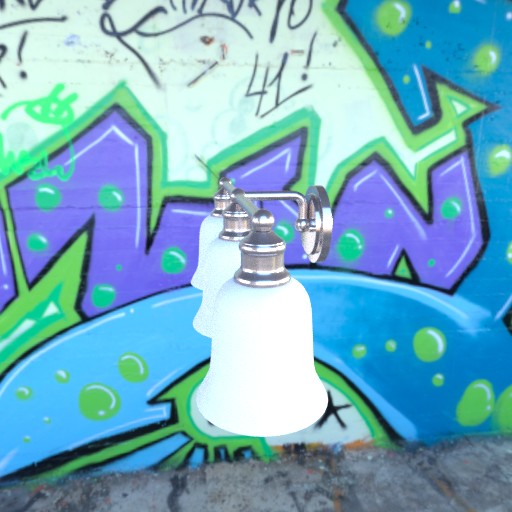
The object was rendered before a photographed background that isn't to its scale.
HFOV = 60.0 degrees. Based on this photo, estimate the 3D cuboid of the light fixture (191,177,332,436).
[{"bbox_3d":[0.000,0.000,0.675,0.198,0.211,0.570,-2,15,-9],"label":"light fixture"}]
